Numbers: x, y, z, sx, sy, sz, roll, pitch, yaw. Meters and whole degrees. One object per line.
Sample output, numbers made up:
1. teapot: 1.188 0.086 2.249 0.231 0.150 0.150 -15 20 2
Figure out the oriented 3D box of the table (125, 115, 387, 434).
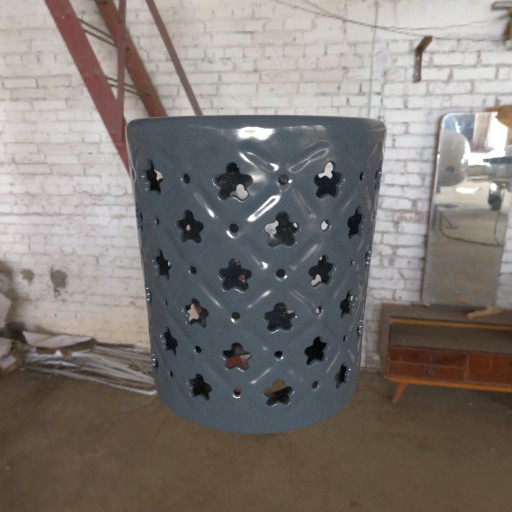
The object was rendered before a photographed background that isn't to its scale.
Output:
1. table: 0.000 0.000 0.660 0.352 0.387 0.352 0 14 0
